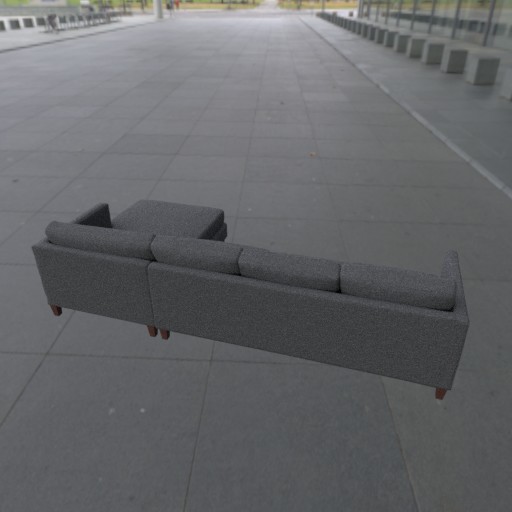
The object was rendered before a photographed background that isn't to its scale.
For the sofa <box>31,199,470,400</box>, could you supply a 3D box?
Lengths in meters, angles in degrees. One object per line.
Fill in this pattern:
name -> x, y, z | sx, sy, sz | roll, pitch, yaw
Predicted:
sofa -> 0.000, 0.000, 3.824 | 3.186, 0.846, 1.625 | 9, 31, 15
